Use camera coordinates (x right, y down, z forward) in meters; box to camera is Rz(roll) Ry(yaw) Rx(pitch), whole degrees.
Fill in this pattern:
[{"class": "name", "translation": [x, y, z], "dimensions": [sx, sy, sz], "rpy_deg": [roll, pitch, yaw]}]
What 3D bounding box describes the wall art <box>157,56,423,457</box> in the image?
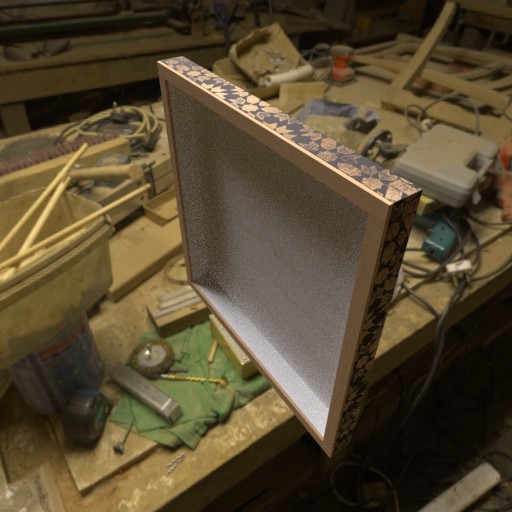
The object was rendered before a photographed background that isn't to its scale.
[{"class": "wall art", "translation": [0.000, 0.000, 0.594], "dimensions": [0.038, 0.405, 0.405], "rpy_deg": [-24, 46, -25]}]
